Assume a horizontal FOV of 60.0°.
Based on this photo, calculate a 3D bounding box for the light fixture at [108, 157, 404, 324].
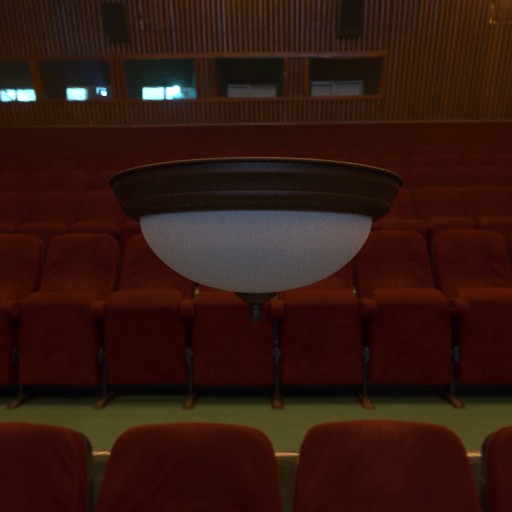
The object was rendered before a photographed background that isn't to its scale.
[{"bbox_3d":[0.000,0.000,0.442,0.280,0.135,0.280,0,0,0],"label":"light fixture"}]
